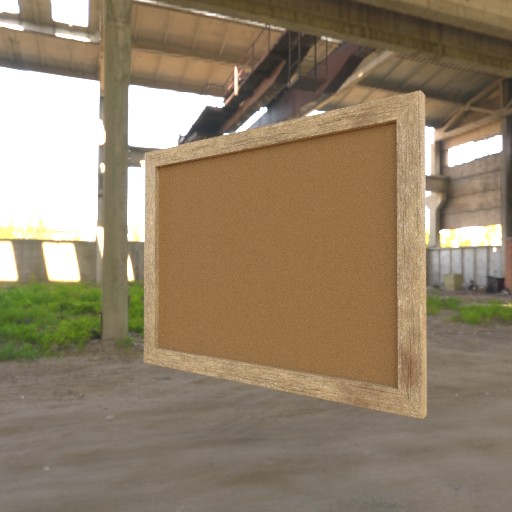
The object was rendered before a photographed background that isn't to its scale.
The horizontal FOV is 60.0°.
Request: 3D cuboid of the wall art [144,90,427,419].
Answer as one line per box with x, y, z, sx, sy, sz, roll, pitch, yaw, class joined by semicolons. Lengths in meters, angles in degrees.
0.000;0.000;0.936;0.690;0.535;0.026;-1;-1;36;wall art
